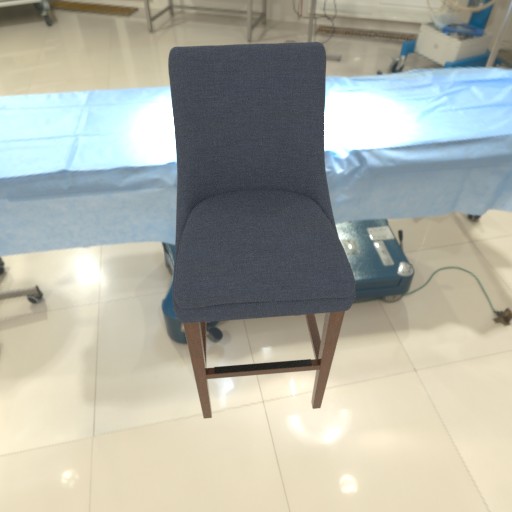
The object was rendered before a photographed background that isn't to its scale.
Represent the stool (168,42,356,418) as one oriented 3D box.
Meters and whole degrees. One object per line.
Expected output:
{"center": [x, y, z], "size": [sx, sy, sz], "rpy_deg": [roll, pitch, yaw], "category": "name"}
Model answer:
{"center": [0.000, 0.000, 1.372], "size": [0.470, 1.078, 0.577], "rpy_deg": [-4, 45, -4], "category": "stool"}
